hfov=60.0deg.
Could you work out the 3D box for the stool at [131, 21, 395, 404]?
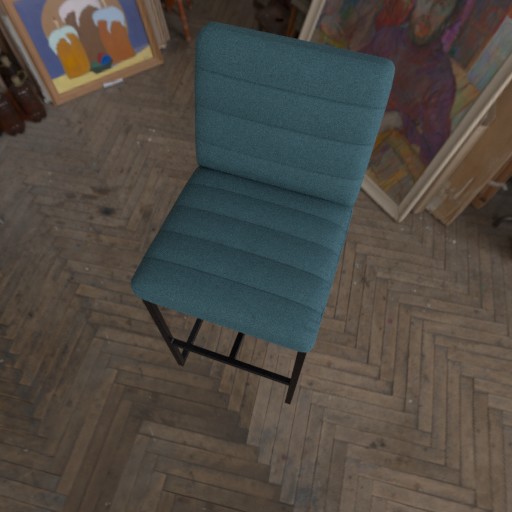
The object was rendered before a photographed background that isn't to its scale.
[{"bbox_3d":[0.000,0.000,1.291,0.460,1.040,0.560,17,61,10],"label":"stool"}]
